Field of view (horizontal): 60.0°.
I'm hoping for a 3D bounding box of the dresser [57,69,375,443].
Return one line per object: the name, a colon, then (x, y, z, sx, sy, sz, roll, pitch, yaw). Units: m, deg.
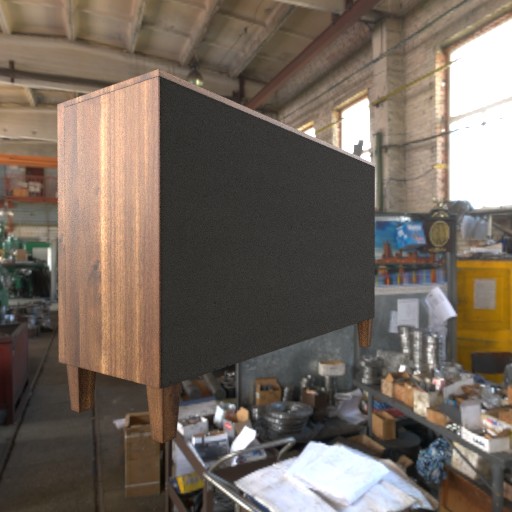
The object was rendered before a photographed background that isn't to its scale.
dresser: (0.000, 0.000, 1.732, 0.438, 0.892, 1.387, 0, 1, 36)
